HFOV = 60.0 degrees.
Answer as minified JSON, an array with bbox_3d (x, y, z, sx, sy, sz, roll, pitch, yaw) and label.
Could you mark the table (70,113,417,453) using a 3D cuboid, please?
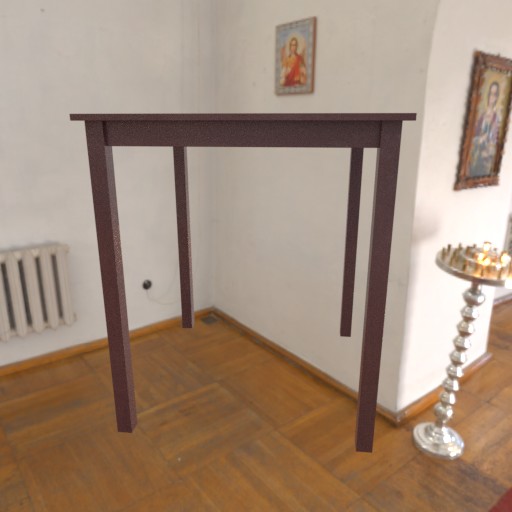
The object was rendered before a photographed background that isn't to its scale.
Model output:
[{"bbox_3d":[0.000,0.000,1.640,0.861,0.991,0.861,2,17,6],"label":"table"}]
